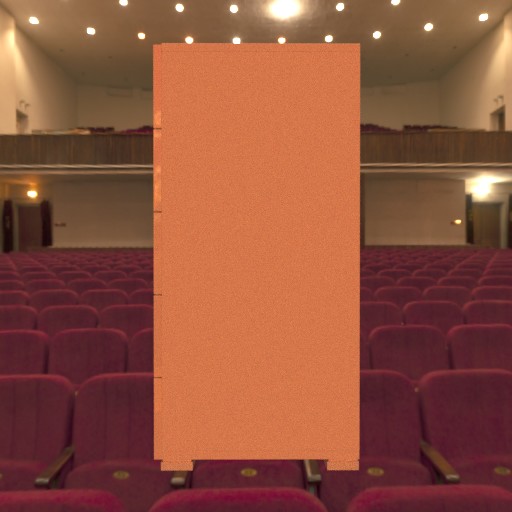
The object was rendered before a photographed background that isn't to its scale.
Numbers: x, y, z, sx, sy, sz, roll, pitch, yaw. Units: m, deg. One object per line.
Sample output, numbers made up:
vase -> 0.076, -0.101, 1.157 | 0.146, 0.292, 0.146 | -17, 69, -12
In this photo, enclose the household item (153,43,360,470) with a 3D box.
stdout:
household item -> 0.000, 0.000, 1.302 | 0.420, 0.870, 0.800 | 0, 1, 0
